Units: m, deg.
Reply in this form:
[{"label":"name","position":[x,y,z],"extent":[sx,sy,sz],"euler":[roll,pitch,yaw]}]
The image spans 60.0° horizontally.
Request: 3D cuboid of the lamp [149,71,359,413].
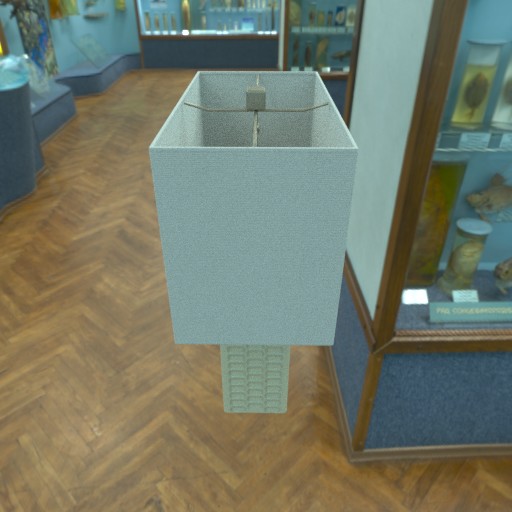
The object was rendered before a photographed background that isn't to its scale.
[{"label":"lamp","position":[0.000,0.000,0.712],"extent":[0.200,0.515,0.380],"euler":[0,33,1]}]
